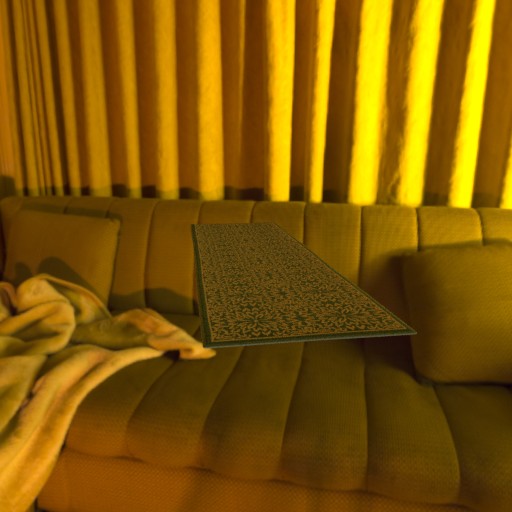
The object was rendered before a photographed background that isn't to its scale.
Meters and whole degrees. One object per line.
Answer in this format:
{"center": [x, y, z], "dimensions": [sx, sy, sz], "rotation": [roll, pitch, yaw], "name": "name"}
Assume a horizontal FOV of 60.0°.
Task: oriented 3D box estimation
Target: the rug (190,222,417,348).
{"center": [0.000, 0.000, 2.377], "dimensions": [0.662, 0.011, 2.196], "rotation": [-2, 14, -9], "name": "rug"}
